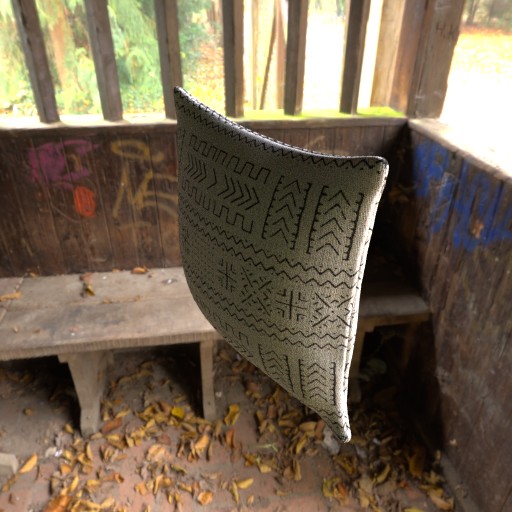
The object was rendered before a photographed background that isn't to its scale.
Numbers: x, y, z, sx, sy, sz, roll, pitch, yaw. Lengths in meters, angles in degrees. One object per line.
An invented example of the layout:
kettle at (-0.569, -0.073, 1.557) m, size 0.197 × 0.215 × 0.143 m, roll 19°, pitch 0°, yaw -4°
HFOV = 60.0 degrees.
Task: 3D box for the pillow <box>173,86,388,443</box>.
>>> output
pillow at (0.000, 0.000, 0.676) m, size 0.164 × 0.430 × 0.438 m, roll -21°, pitch 37°, yaw -31°
